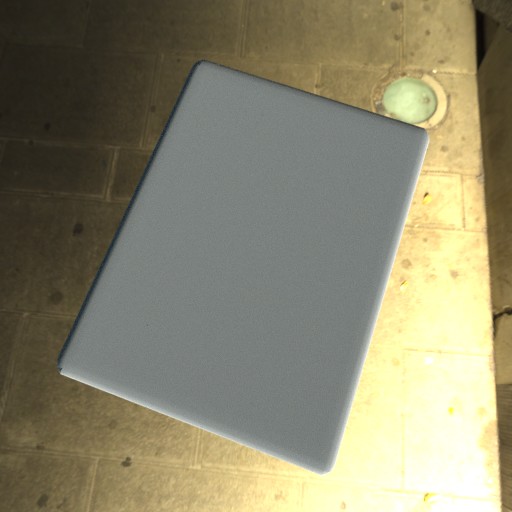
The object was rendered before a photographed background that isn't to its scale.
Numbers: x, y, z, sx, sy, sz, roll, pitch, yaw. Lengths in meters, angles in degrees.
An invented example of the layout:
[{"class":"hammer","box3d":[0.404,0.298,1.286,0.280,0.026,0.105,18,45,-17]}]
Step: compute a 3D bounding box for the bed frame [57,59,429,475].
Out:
[{"class":"bed frame","box3d":[0.000,0.000,2.782,1.528,0.677,2.037,19,76,5]}]
